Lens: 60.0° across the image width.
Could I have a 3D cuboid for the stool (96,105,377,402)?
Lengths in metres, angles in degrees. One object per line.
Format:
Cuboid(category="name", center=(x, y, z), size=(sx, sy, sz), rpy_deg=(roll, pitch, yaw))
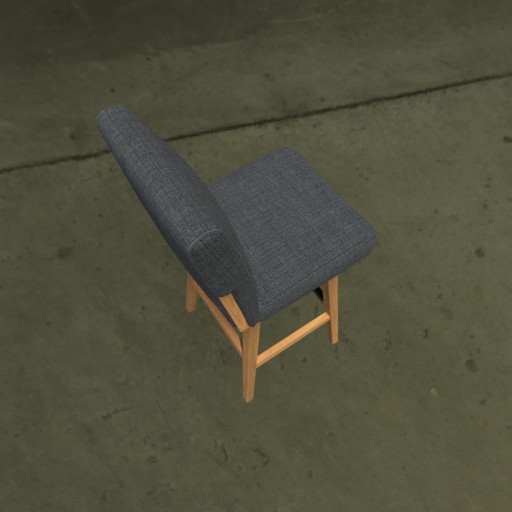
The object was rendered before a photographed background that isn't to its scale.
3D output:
Cuboid(category="stool", center=(0.000, 0.000, 1.391), size=(0.570, 1.112, 0.483), rpy_deg=(-30, 62, -17))
